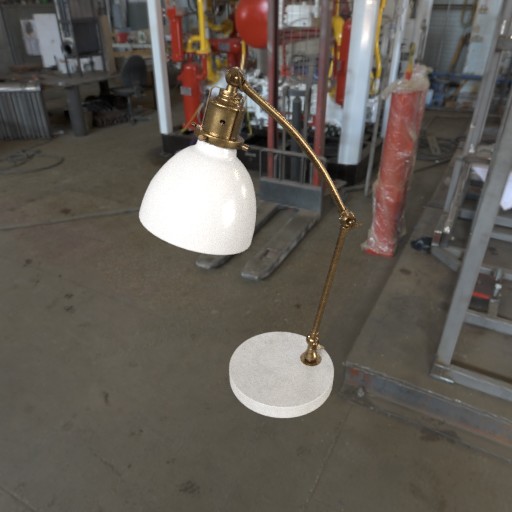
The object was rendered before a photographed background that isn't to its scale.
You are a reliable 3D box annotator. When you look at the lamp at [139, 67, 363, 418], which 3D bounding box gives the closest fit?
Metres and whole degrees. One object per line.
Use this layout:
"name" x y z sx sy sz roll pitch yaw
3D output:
"lamp" 0.000 0.000 0.659 0.317 0.522 0.186 -9 32 -14
